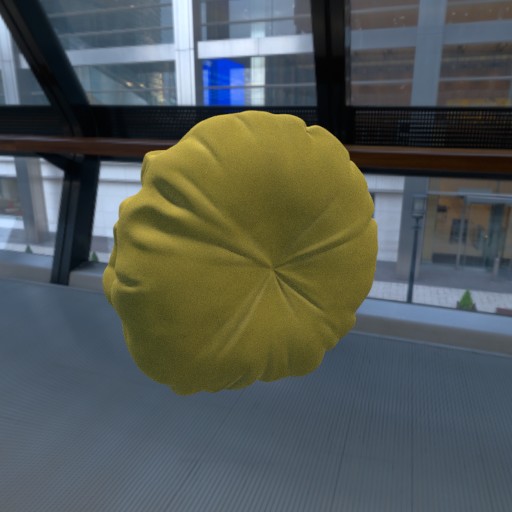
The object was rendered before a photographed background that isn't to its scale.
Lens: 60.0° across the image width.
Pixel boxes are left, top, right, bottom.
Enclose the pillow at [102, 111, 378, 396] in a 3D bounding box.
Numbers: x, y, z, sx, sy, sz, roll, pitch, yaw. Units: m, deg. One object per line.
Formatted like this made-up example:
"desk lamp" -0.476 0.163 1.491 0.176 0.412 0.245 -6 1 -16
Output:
"pillow" 0.000 0.000 0.653 0.428 0.407 0.148 -8 18 -26
